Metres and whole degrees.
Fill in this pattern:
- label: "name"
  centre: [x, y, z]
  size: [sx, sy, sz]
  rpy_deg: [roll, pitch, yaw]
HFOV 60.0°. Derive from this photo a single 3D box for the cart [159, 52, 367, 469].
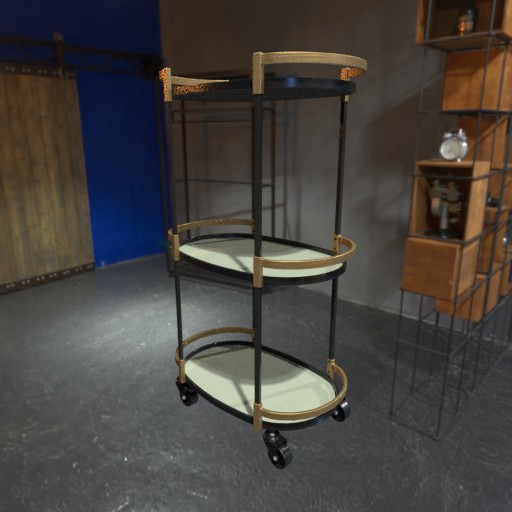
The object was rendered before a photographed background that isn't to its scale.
- label: "cart"
  centre: [0.000, 0.000, 1.126]
  size: [0.515, 0.885, 0.311]
  rpy_deg: [15, 21, 42]
